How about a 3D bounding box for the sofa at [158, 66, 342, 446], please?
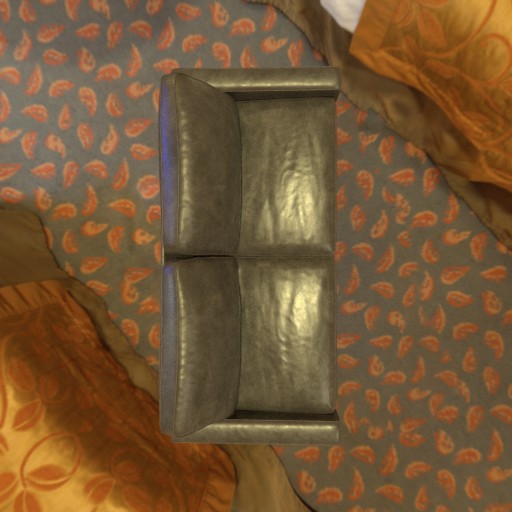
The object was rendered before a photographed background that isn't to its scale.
[{"bbox_3d":[0.000,0.000,2.522,0.939,0.916,2.081,0,90,2],"label":"sofa"}]
